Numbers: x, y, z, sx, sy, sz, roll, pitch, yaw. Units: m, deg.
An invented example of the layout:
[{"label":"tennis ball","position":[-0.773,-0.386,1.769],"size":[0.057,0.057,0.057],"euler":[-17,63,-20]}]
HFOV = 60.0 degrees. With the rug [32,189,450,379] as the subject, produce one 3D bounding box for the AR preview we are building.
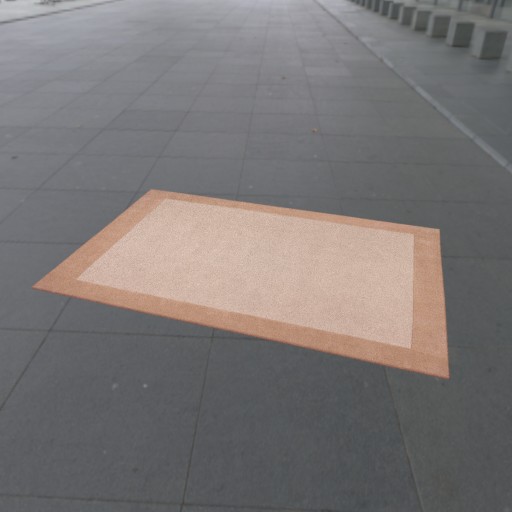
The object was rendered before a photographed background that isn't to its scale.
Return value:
[{"label":"rug","position":[0.000,0.000,3.048],"size":[2.438,0.014,1.524],"euler":[10,34,14]}]
